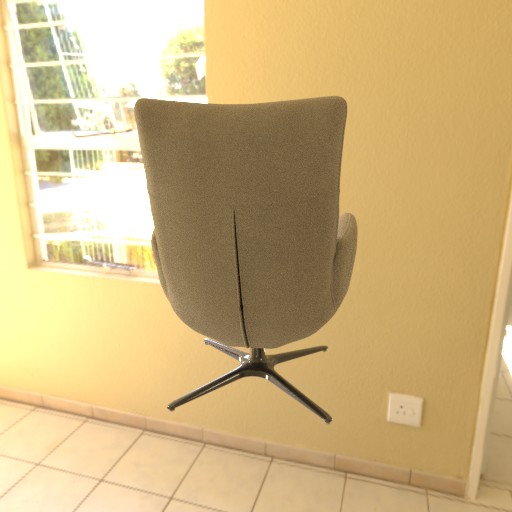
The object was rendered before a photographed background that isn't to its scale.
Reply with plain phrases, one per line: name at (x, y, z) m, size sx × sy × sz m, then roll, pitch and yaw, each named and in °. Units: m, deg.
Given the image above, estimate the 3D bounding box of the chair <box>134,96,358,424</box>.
chair at (0.000, 0.000, 1.588) m, size 0.711 × 1.016 × 0.889 m, roll 2°, pitch 15°, yaw 7°
